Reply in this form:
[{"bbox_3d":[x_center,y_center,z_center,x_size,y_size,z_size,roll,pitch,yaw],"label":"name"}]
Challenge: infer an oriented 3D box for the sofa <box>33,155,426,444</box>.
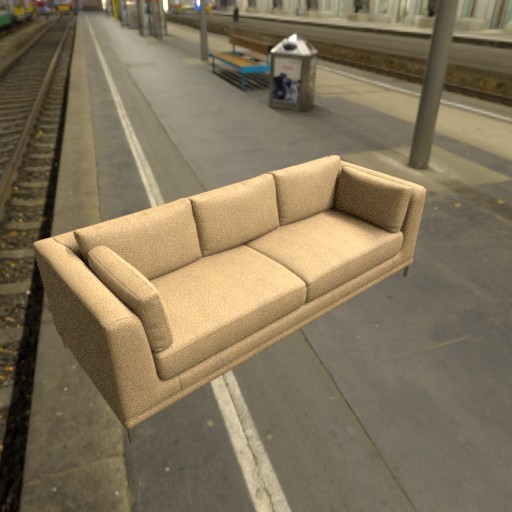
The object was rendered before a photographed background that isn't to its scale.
[{"bbox_3d":[0.000,0.000,2.945,2.415,0.867,0.969,-23,37,-34],"label":"sofa"}]
